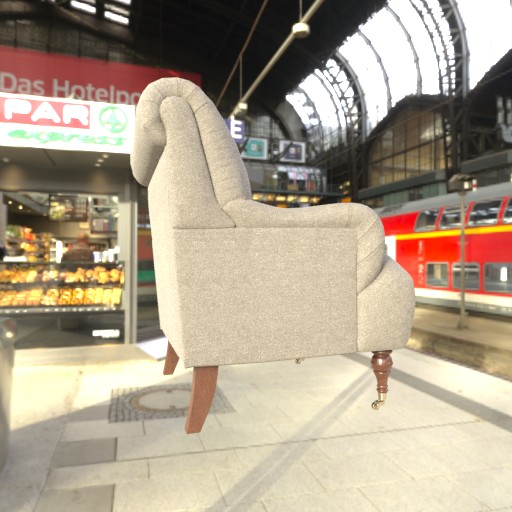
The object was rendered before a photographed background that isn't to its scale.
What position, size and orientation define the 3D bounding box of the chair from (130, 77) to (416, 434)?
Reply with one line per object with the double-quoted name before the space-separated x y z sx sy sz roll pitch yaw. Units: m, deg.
"chair" 0.000 0.000 1.566 0.843 0.942 0.766 0 0 -17
